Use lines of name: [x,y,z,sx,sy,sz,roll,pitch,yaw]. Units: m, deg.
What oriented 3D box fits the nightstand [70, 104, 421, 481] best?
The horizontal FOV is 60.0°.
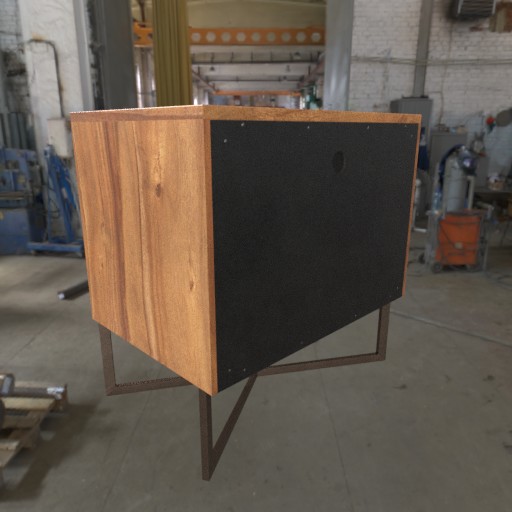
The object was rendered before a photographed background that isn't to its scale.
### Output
nightstand: [0.000,0.000,1.006,0.613,0.615,0.427,-15,22,-43]
